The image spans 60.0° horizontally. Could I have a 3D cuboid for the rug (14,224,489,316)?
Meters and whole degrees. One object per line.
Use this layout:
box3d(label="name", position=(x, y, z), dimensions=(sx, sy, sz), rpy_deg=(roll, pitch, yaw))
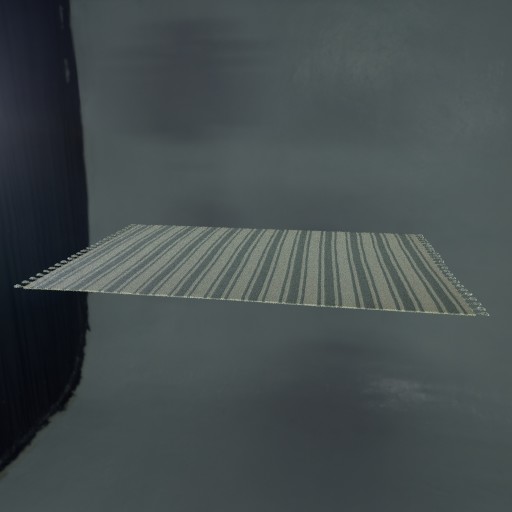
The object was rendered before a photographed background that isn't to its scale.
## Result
box3d(label="rug", position=(0.000, 0.000, 2.928), dimensions=(2.410, 0.011, 1.539), rpy_deg=(3, 17, 8))
